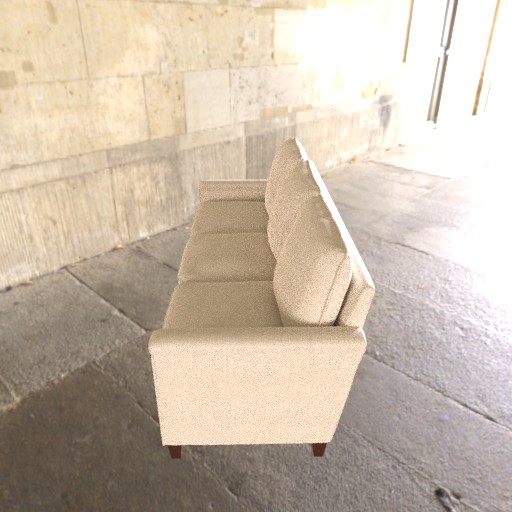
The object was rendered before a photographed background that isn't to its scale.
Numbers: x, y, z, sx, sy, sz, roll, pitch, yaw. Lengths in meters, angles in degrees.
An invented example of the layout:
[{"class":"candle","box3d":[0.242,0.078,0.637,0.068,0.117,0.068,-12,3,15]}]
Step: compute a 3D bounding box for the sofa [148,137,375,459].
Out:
[{"class":"sofa","box3d":[0.000,0.000,2.468,0.828,0.961,1.925,0,27,-1]}]
